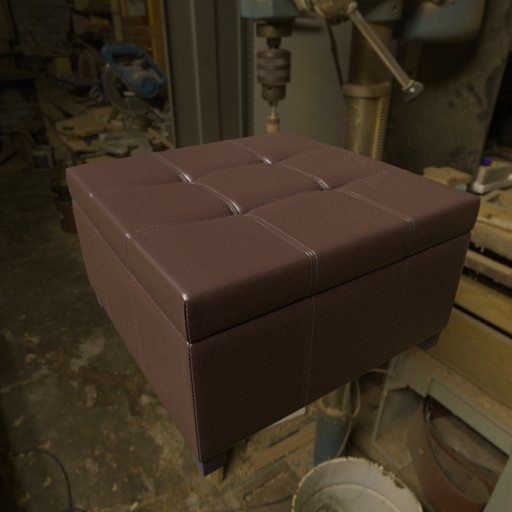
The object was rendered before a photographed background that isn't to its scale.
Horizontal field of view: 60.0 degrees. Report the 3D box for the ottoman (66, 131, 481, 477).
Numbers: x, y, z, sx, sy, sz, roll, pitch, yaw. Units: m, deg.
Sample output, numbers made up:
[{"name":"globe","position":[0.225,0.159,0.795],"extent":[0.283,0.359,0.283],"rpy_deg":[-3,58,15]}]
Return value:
[{"name":"ottoman","position":[0.000,0.000,1.245],"extent":[0.788,0.460,0.787],"rpy_deg":[-18,34,-29]}]
